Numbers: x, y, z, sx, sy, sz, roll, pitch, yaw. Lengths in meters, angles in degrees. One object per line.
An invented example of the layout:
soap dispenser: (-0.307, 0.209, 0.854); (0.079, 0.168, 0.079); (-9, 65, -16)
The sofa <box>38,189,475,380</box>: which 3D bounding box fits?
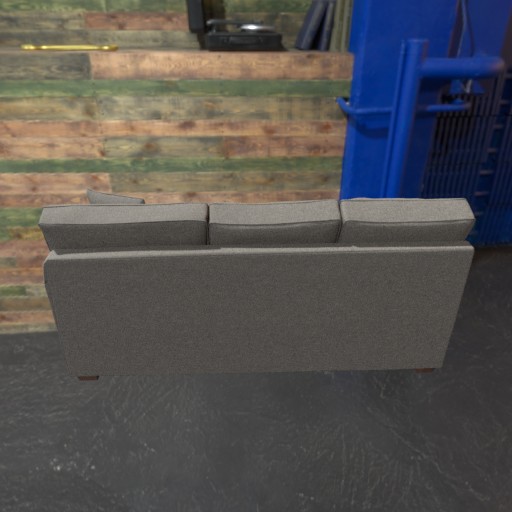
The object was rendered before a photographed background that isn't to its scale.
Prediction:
sofa: (0.000, 0.000, 2.529); (1.963, 0.946, 1.034); (-1, 29, -2)
